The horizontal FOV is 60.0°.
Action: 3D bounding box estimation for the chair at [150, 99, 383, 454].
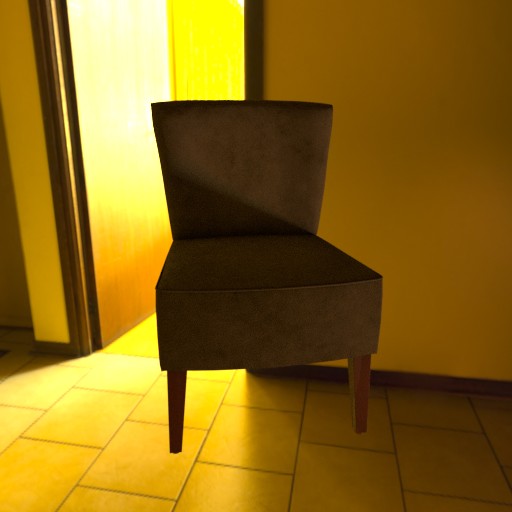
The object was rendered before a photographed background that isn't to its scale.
[{"bbox_3d":[0.000,0.000,1.164,0.521,0.806,0.554,-3,16,-9],"label":"chair"}]
